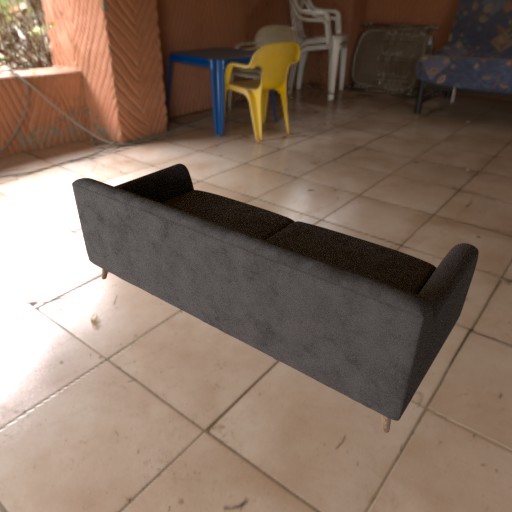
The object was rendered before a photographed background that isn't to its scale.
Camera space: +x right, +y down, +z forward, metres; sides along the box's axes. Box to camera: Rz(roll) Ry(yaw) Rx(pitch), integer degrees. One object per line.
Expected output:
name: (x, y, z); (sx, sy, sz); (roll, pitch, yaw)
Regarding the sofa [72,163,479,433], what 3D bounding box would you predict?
sofa: (0.000, 0.000, 2.620); (2.190, 0.740, 0.900); (21, 36, 32)
